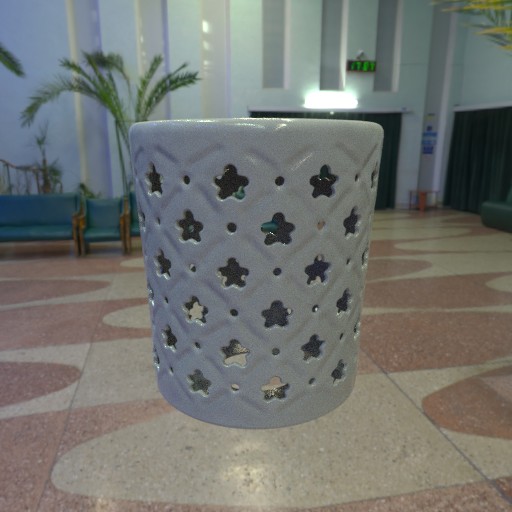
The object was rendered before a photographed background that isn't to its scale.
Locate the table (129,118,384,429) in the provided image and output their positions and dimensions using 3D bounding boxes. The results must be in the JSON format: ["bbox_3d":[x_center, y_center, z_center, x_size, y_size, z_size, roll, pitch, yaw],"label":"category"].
[{"bbox_3d":[0.000,0.000,0.674,0.352,0.387,0.352,0,14,0],"label":"table"}]
